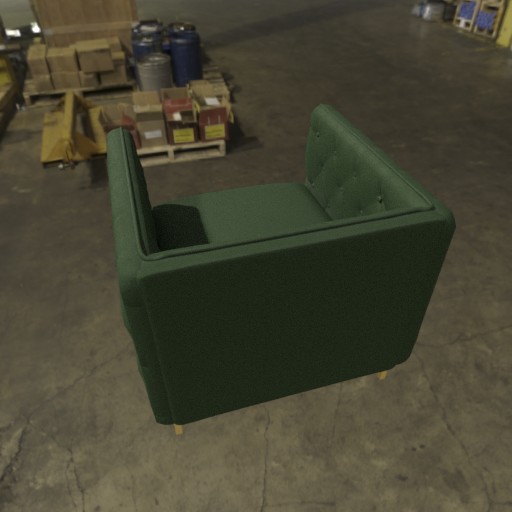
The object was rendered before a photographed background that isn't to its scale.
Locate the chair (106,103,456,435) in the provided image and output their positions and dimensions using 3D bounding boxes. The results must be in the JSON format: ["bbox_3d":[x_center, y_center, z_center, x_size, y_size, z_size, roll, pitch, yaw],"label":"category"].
[{"bbox_3d":[0.000,0.000,1.596,0.917,0.768,0.855,-11,41,-13],"label":"chair"}]
